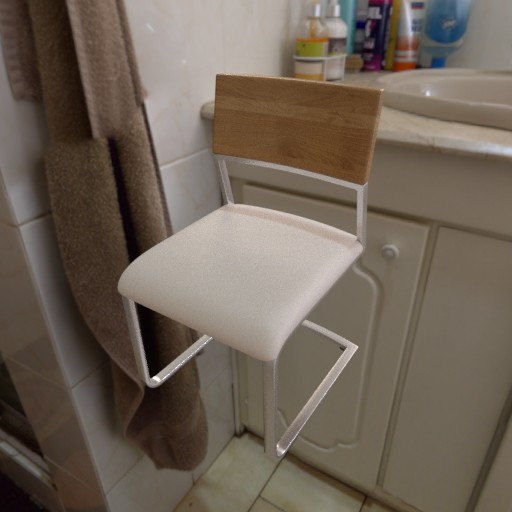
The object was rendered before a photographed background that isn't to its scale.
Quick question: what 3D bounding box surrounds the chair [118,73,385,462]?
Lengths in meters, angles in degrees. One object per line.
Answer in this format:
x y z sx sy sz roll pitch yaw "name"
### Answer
0.000 0.000 1.186 0.467 0.844 0.585 19 35 29 "chair"
